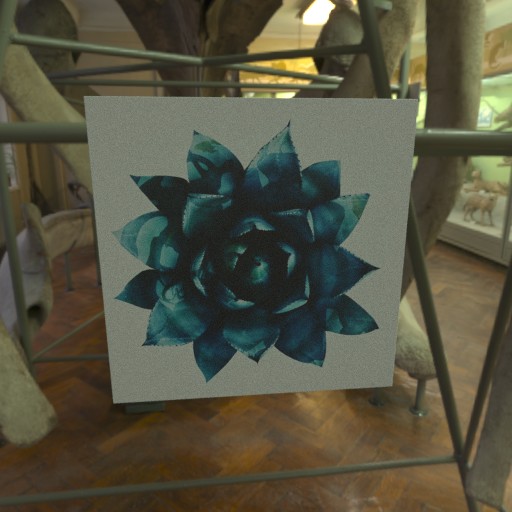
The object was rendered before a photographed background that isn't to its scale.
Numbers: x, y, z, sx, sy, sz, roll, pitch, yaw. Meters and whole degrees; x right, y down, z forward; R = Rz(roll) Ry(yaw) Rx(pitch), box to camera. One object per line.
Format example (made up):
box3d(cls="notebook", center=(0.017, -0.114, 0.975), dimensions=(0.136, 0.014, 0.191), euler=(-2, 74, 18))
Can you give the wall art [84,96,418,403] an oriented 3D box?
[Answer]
box3d(cls="wall art", center=(0.000, 0.000, 0.607), dimensions=(0.406, 0.406, 0.038), euler=(-2, 15, -6))
